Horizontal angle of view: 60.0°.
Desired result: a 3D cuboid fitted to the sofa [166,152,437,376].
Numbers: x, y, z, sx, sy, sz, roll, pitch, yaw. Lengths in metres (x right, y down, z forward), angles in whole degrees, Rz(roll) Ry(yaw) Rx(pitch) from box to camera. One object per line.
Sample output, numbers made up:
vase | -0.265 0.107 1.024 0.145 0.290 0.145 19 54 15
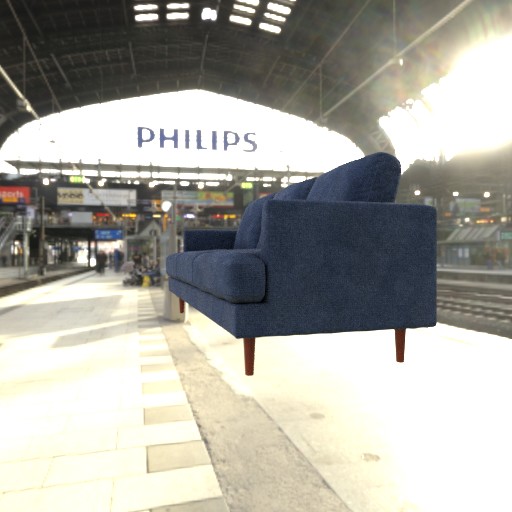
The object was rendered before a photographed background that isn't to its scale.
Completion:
sofa | 0.000 0.000 2.763 0.903 0.930 2.246 0 0 -17
